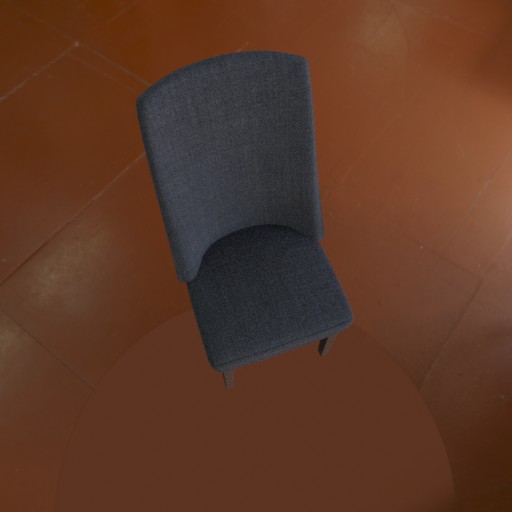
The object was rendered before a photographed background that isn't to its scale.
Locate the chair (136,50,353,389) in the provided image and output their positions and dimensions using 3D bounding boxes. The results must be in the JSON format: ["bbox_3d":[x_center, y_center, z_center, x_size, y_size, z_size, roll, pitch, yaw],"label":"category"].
[{"bbox_3d":[0.000,0.000,1.399,0.510,1.050,0.577,-17,64,-8],"label":"chair"}]
